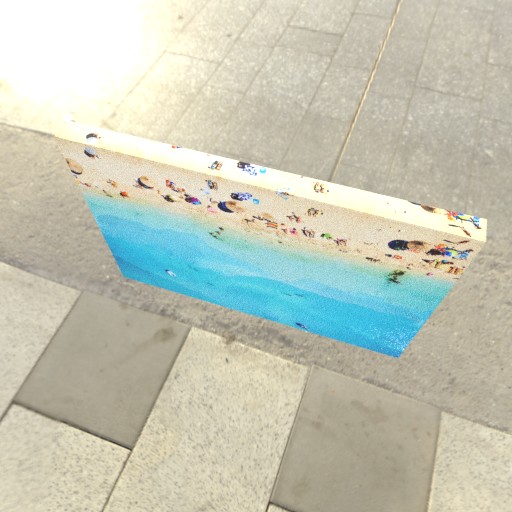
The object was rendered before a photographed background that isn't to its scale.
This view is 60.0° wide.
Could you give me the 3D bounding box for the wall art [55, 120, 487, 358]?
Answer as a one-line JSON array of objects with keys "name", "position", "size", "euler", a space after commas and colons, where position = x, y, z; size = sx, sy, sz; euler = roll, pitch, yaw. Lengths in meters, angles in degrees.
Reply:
[{"name": "wall art", "position": [0.000, 0.000, 1.140], "size": [0.894, 0.595, 0.057], "euler": [15, 58, 10]}]
